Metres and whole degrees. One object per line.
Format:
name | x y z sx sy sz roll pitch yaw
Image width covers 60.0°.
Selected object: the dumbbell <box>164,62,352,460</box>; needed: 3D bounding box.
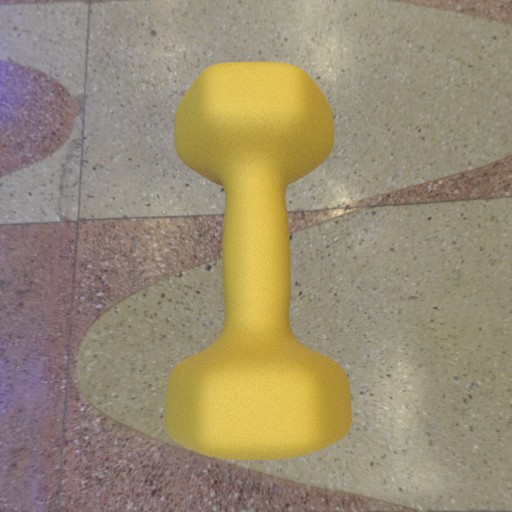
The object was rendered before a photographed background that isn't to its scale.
dumbbell | 0.000 0.000 0.230 0.090 0.082 0.190 0 76 0
